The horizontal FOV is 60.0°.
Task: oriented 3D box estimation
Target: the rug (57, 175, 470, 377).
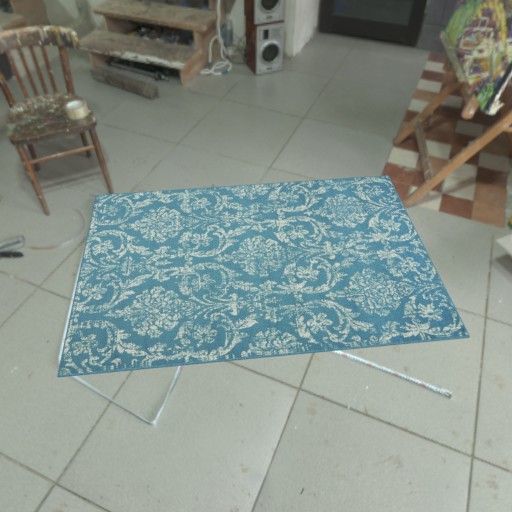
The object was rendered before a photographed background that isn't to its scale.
[{"bbox_3d":[0.000,0.000,3.535,2.746,0.018,1.816,-5,47,-4],"label":"rug"}]
